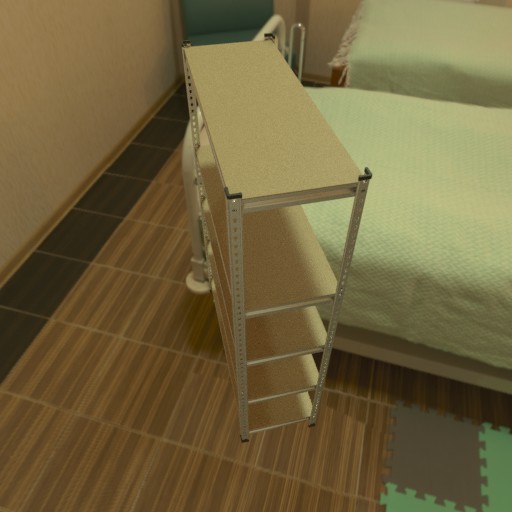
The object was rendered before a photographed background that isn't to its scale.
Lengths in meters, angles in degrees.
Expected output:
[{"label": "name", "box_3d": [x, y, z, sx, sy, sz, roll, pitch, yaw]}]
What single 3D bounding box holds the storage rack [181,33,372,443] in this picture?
[{"label": "storage rack", "box_3d": [0.000, 0.000, 2.391, 0.457, 1.829, 1.219, -9, 47, -9]}]
